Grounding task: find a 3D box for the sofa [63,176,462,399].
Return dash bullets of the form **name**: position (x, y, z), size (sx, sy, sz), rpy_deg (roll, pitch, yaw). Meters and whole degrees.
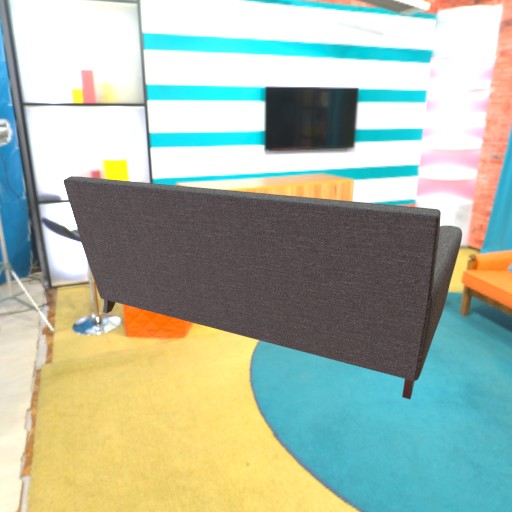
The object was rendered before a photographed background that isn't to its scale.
- **sofa**: position (0.000, 0.000, 2.438), size (1.976, 0.846, 0.875), rpy_deg (9, 20, 27)
